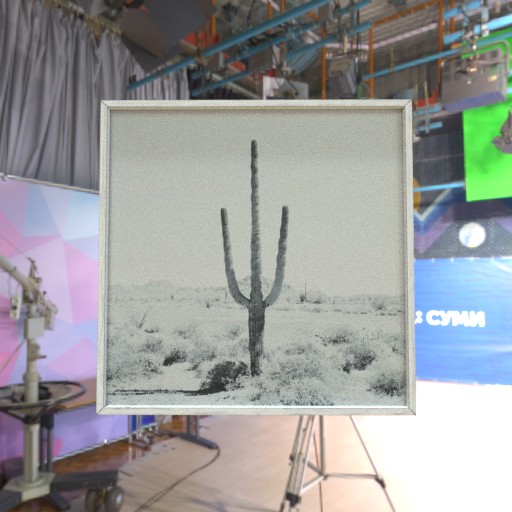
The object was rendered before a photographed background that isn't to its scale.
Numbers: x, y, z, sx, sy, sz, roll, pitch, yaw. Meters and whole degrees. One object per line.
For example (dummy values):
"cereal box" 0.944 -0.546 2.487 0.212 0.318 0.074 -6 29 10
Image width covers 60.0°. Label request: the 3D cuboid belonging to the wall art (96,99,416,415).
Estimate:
"wall art" 0.000 0.000 0.447 0.305 0.305 0.038 0 -2 0
